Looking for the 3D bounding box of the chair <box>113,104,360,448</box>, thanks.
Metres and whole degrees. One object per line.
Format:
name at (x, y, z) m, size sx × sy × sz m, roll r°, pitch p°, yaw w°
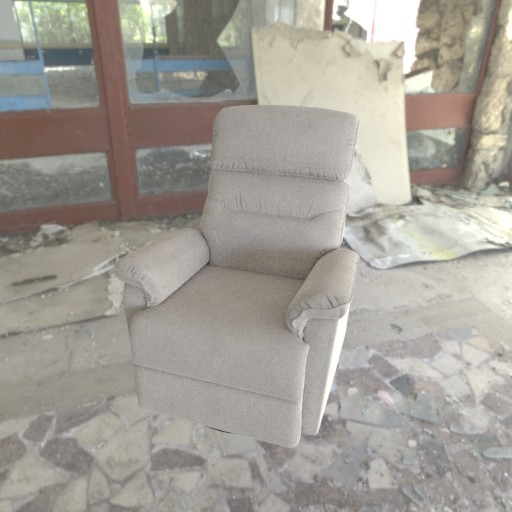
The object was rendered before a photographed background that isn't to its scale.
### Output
chair at (0.000, 0.000, 1.769) m, size 0.820 × 1.039 × 1.001 m, roll 8°, pitch 28°, yaw 16°
